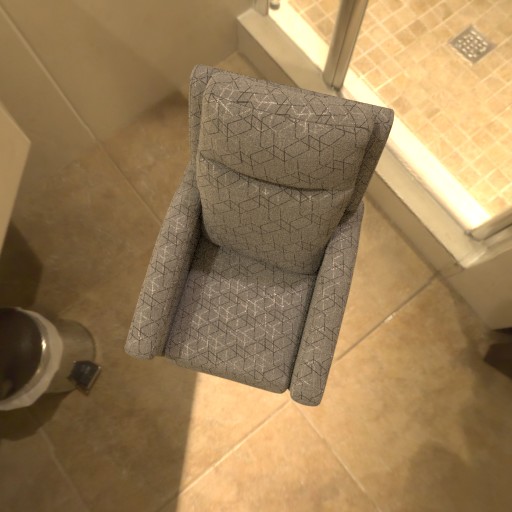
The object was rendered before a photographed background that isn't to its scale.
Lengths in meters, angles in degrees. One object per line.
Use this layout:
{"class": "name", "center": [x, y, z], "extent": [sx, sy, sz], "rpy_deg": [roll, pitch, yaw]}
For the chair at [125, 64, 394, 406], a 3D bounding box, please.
{"class": "chair", "center": [0.000, 0.000, 1.756], "extent": [0.753, 1.048, 0.987], "rpy_deg": [15, 76, 4]}
